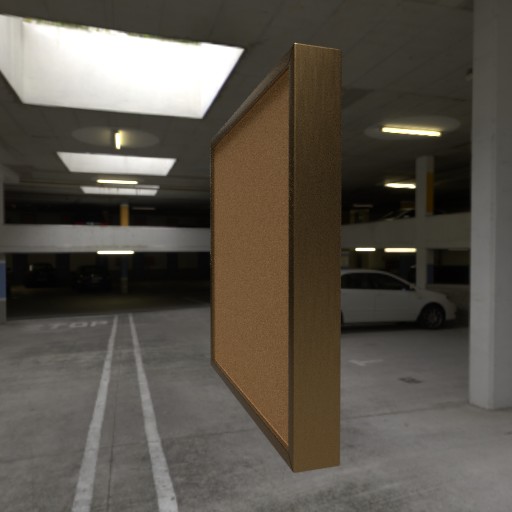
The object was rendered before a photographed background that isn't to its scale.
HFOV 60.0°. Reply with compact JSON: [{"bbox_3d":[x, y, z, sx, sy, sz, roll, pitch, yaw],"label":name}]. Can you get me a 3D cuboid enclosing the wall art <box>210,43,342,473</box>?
[{"bbox_3d":[0.000,0.000,0.464,0.037,0.305,0.305,0,1,-17],"label":"wall art"}]
